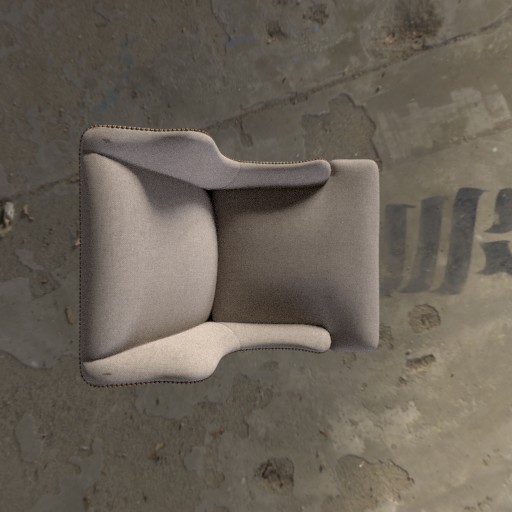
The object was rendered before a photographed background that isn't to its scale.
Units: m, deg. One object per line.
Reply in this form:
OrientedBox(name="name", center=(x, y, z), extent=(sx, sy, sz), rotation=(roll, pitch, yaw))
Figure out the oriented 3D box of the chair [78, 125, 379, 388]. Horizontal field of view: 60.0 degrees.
OrientedBox(name="chair", center=(0.000, 0.000, 1.638), extent=(0.940, 1.029, 0.737), rotation=(0, 90, -1))
